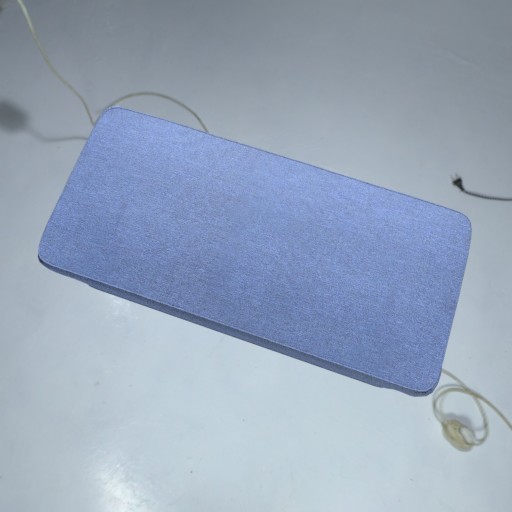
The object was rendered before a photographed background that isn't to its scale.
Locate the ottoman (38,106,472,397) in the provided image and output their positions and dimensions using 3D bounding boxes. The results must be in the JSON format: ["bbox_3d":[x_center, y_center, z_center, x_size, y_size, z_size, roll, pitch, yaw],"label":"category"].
[{"bbox_3d":[0.000,0.000,1.380,1.110,0.460,0.515,18,77,5],"label":"ottoman"}]
